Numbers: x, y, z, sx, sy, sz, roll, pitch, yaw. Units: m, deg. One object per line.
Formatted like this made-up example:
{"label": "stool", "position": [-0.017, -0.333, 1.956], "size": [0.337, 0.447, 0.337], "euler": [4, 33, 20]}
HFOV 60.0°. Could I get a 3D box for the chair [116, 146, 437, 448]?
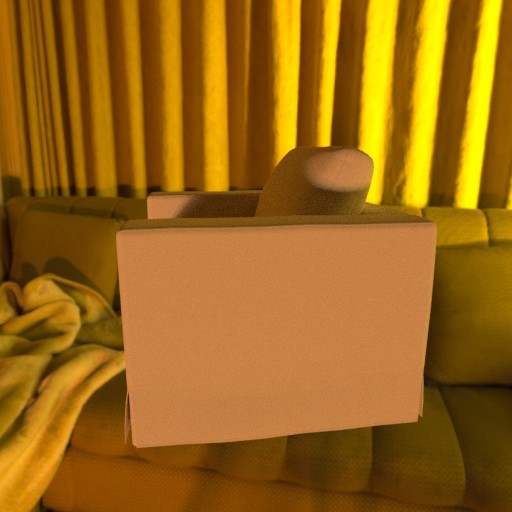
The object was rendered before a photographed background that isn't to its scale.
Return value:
{"label": "chair", "position": [0.000, 0.000, 1.819], "size": [0.957, 0.878, 1.150], "euler": [-2, 13, -8]}
